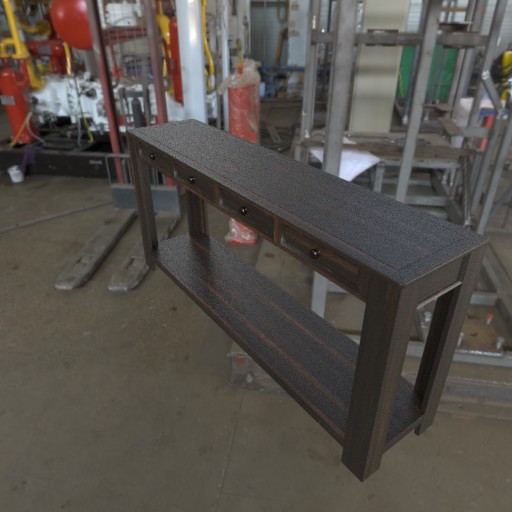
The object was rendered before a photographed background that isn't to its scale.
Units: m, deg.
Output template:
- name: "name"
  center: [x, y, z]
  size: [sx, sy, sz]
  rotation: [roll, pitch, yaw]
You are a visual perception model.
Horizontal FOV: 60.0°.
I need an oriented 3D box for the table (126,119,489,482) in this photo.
- name: "table"
  center: [0.000, 0.000, 1.863]
  size: [0.384, 0.762, 1.631]
  rotation: [-21, 37, -31]
